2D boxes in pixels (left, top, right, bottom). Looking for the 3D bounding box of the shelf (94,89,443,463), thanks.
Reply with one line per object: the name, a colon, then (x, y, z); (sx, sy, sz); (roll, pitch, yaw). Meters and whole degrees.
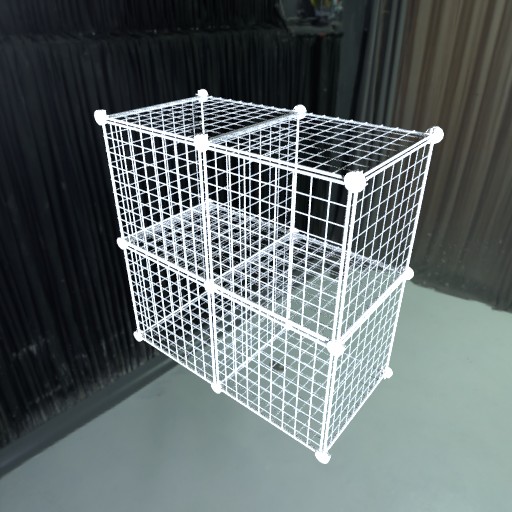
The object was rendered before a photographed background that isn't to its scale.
shelf: (0.000, 0.000, 1.165); (0.711, 0.711, 0.356); (22, 37, 33)
